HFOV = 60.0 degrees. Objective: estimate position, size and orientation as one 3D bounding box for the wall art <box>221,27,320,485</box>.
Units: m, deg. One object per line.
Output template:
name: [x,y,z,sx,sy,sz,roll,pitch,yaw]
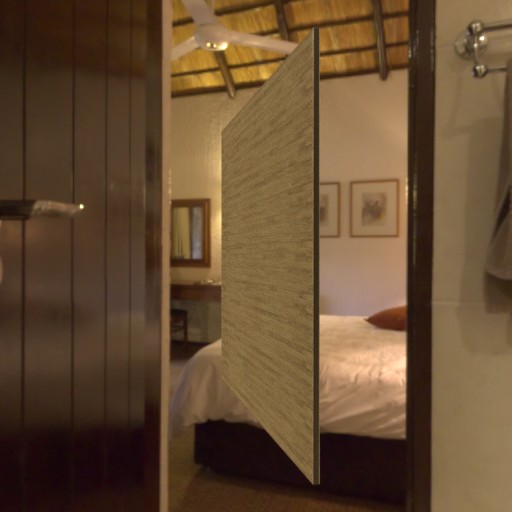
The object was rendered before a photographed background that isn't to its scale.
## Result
wall art: [0.000,0.000,0.771,0.009,0.559,0.483,0,0,-18]
